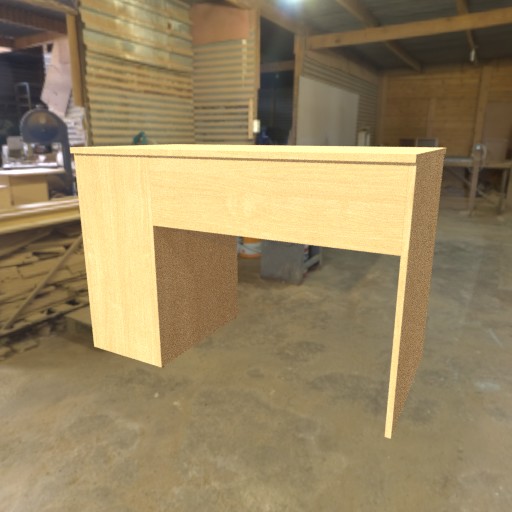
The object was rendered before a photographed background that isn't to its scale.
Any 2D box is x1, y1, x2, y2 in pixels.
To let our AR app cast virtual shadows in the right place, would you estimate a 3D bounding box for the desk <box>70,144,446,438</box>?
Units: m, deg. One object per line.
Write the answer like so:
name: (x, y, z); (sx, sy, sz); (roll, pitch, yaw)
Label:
desk: (0.000, 0.000, 1.546); (1.097, 0.735, 0.560); (8, 17, 27)
